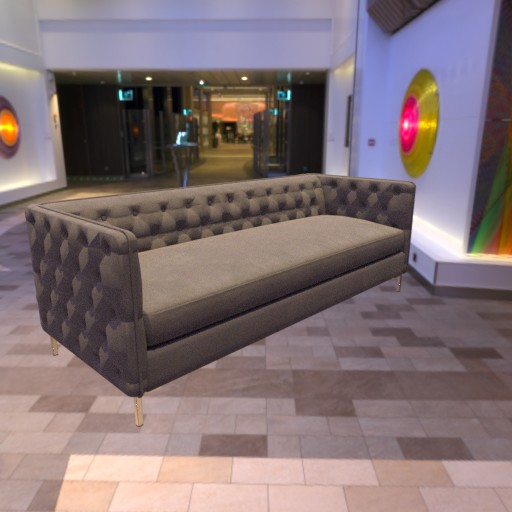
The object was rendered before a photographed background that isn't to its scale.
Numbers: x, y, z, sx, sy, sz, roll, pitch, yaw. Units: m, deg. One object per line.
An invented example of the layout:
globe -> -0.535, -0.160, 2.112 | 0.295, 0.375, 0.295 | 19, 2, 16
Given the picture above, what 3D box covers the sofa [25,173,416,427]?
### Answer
sofa -> 0.000, 0.000, 2.579 | 0.895, 0.771, 2.209 | 15, 22, 42
